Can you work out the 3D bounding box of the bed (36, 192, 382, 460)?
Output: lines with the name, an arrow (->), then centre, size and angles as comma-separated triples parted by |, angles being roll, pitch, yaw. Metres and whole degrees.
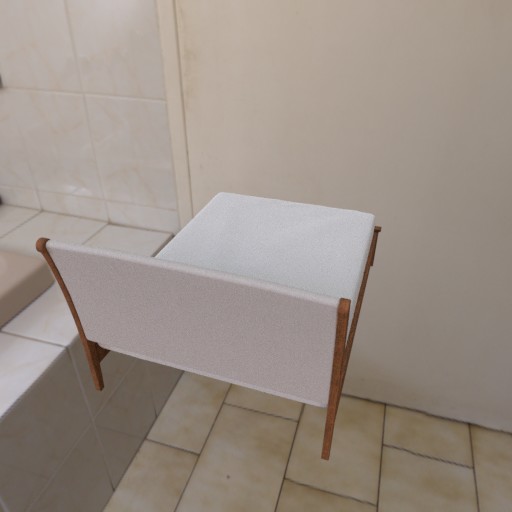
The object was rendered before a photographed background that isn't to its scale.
bed -> 0.000, 0.000, 2.990 | 1.502, 1.135, 2.108 | 11, 34, 16
